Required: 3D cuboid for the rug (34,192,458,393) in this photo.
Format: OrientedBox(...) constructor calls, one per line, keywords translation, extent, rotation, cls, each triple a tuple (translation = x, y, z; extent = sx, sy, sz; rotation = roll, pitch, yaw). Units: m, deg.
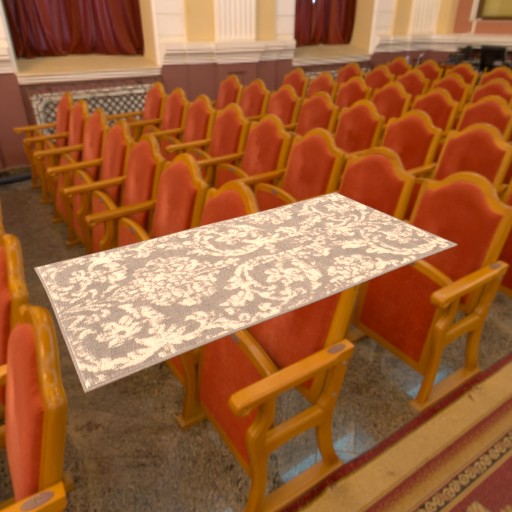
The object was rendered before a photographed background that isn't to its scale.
OrientedBox(translation=(0.000, 0.000, 1.412), extent=(1.219, 0.007, 0.604), rotation=(-17, 33, -29), cls="rug")
